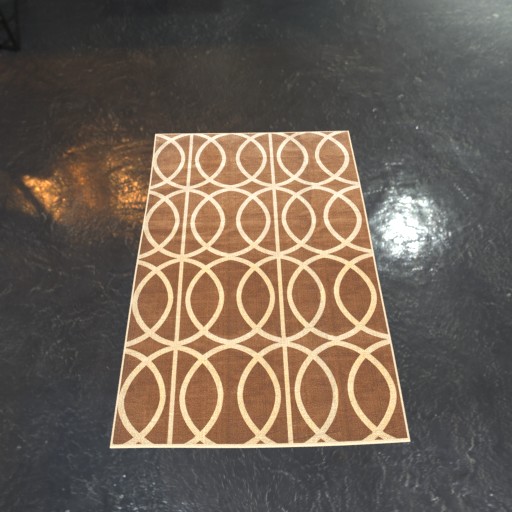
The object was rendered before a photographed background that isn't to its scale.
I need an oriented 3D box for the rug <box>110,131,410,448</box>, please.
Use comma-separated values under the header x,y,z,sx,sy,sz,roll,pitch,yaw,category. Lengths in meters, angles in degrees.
x,y,z,sx,sy,sz,roll,pitch,yaw,category
0.000,0.000,2.852,1.528,0.014,2.294,-1,57,-1,rug
